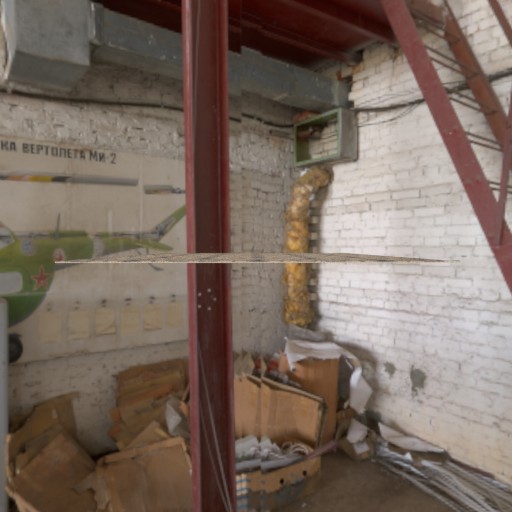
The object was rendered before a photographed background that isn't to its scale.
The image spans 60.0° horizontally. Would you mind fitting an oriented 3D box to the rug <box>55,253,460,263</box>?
[{"bbox_3d":[0.000,0.000,4.249,2.437,0.015,3.205,0,1,-1],"label":"rug"}]
